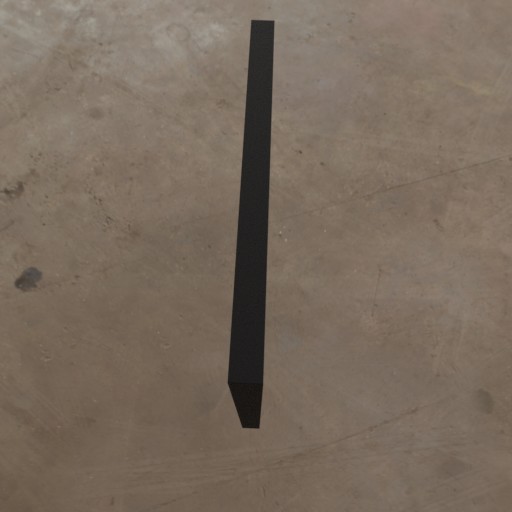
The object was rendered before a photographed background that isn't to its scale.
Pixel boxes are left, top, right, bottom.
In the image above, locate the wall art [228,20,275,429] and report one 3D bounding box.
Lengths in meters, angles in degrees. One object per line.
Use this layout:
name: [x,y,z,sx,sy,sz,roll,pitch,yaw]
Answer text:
wall art: [0.000,0.000,0.684,0.030,0.458,0.462,2,64,1]
